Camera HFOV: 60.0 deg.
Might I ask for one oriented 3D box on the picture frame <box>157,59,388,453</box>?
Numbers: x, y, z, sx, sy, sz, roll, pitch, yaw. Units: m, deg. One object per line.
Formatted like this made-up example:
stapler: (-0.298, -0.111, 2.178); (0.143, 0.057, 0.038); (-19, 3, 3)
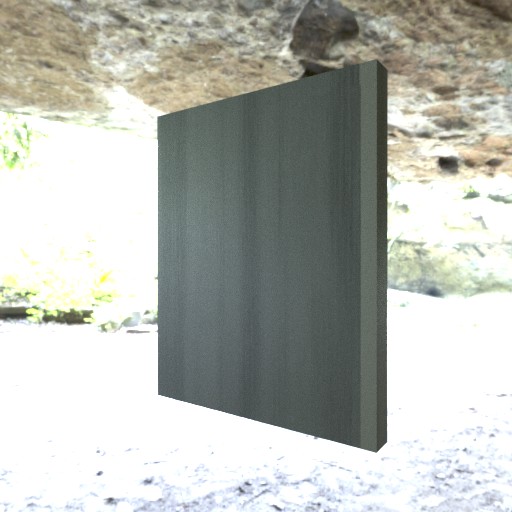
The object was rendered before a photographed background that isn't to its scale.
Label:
picture frame: (0.000, 0.000, 0.773); (0.449, 0.555, 0.046); (0, 0, 35)
